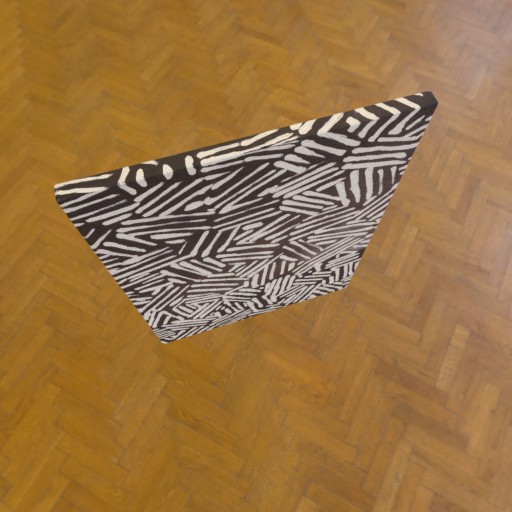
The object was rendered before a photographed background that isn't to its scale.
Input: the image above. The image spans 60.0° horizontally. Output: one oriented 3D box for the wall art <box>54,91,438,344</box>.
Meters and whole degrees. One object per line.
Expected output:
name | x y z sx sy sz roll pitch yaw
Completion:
wall art | 0.000 0.000 1.308 0.765 1.017 0.038 -16 66 -8
